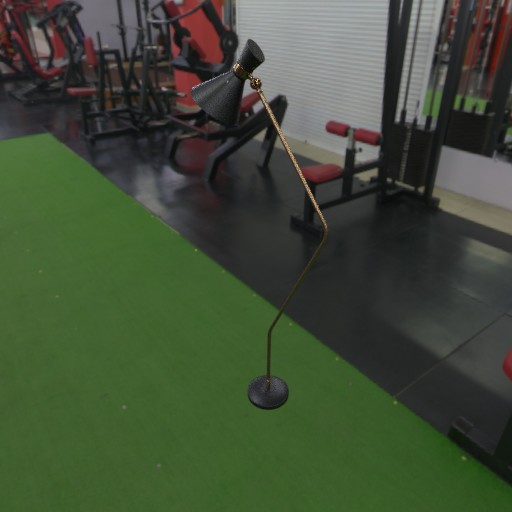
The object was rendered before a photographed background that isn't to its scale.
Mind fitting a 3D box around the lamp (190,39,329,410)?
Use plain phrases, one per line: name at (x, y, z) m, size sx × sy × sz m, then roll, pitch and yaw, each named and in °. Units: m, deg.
lamp at (0.000, 0.000, 1.638) m, size 0.277 × 1.438 × 0.467 m, roll -19°, pitch 35°, yaw -29°
